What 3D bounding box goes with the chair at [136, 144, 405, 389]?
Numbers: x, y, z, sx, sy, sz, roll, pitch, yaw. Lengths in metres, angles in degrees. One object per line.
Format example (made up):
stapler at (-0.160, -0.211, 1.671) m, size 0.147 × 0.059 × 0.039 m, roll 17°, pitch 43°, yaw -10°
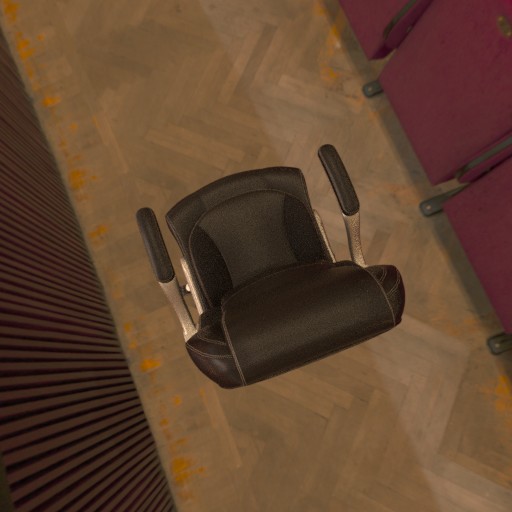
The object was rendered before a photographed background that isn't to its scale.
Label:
chair at (0.000, 0.000, 1.614) m, size 0.724 × 1.141 × 0.801 m, roll -20°, pitch 77°, yaw -5°
